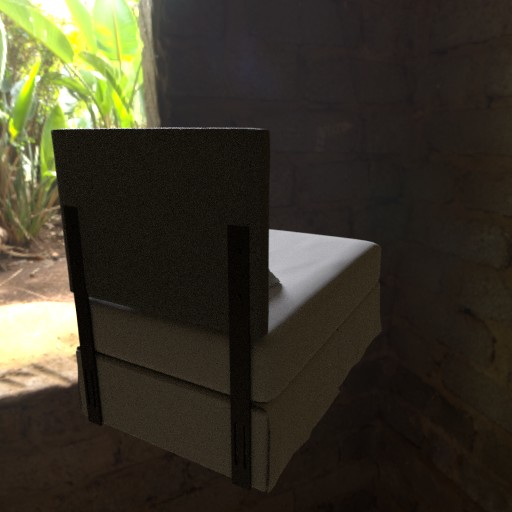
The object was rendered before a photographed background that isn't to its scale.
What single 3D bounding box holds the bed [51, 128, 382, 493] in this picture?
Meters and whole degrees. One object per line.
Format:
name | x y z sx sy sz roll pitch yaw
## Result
bed | 0.000 0.000 2.851 1.261 1.571 1.997 9 18 28
